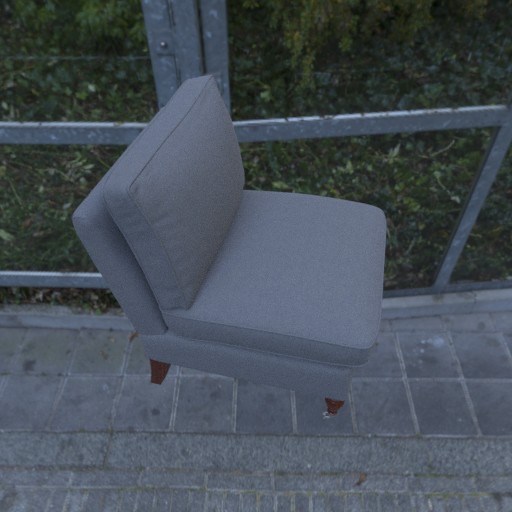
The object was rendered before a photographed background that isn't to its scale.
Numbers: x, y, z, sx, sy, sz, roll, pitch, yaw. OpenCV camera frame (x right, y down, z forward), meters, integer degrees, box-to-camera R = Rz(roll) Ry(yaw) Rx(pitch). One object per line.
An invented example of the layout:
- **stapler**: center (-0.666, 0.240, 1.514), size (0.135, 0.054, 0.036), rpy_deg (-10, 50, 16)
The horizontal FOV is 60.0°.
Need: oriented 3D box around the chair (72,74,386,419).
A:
- **chair**: center (0.000, 0.000, 1.662), size (0.924, 1.045, 0.724), rpy_deg (10, 46, 10)
